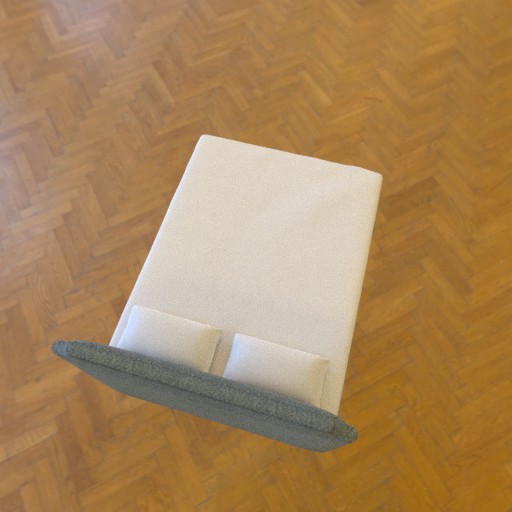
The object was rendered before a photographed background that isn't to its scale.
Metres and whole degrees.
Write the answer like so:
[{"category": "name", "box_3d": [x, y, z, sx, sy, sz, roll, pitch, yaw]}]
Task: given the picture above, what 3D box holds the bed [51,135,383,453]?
[{"category": "bed", "box_3d": [0.000, 0.000, 3.358, 1.712, 1.443, 2.372, 14, 64, 7]}]
